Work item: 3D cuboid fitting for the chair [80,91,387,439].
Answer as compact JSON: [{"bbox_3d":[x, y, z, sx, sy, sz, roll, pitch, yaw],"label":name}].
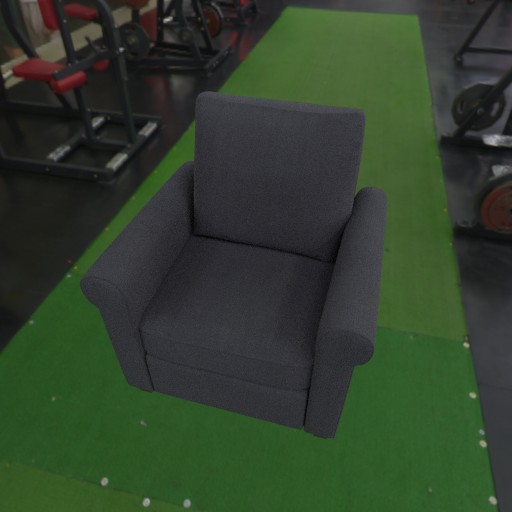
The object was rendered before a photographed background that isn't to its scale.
[{"bbox_3d":[0.000,0.000,1.604,0.867,0.942,0.828,11,42,12],"label":"chair"}]
